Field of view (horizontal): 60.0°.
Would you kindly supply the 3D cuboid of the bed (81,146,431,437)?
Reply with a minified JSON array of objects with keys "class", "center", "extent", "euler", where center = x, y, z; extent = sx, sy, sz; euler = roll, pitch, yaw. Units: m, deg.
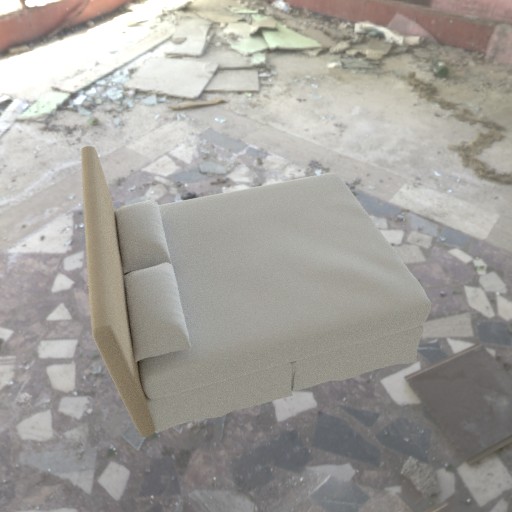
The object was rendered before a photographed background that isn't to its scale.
[{"class":"bed","center":[0.000,0.000,3.287],"extent":[2.142,1.330,1.723],"euler":[-12,48,-12]}]
